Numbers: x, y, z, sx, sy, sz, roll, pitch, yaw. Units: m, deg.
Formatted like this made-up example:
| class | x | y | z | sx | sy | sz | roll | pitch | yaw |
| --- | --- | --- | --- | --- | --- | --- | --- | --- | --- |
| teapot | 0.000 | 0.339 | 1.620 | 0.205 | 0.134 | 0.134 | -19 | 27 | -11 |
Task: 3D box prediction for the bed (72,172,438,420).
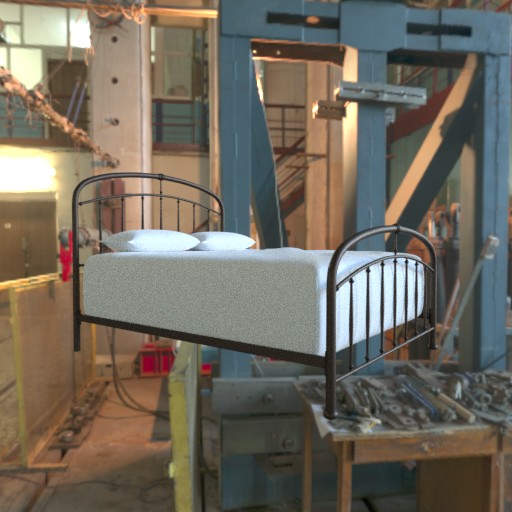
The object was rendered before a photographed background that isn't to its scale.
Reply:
| class | x | y | z | sx | sy | sz | roll | pitch | yaw |
| --- | --- | --- | --- | --- | --- | --- | --- | --- | --- |
| bed | 0.000 | 0.000 | 3.317 | 2.180 | 1.425 | 1.711 | 1 | 2 | 37 |
